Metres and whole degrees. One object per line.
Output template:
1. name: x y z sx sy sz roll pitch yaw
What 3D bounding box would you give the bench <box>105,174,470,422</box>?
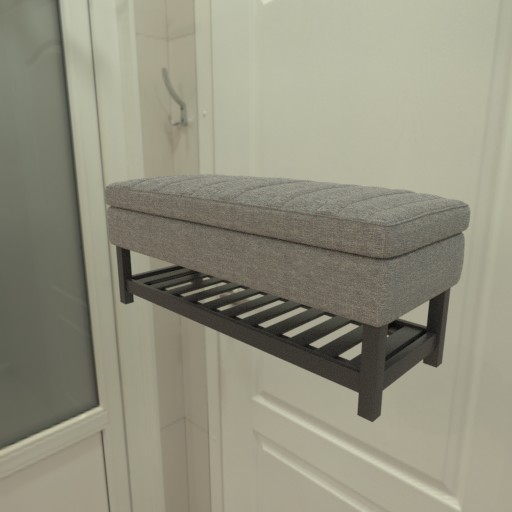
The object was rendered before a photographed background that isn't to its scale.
1. bench: 0.000 0.000 1.355 1.100 0.470 0.429 14 20 42
